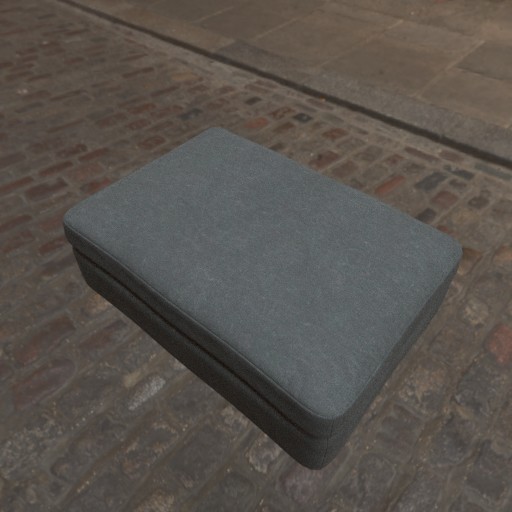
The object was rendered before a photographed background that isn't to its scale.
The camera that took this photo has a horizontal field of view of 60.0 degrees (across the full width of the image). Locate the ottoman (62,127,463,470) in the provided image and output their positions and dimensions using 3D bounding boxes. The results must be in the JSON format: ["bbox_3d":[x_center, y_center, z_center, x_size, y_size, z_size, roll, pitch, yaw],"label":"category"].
[{"bbox_3d":[0.000,0.000,1.616,1.199,0.429,0.840,32,54,27],"label":"ottoman"}]
